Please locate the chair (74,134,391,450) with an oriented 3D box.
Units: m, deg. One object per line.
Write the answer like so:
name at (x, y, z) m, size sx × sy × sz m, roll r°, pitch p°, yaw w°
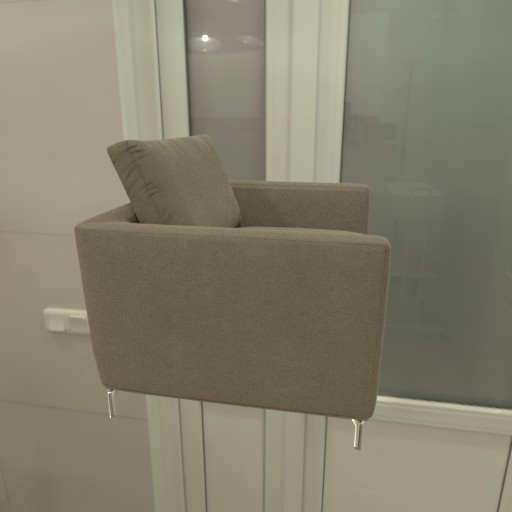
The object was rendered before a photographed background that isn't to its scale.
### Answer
chair at (0.000, 0.000, 1.656) m, size 0.889 × 0.864 × 1.041 m, roll 3°, pitch 17°, yaw 10°
